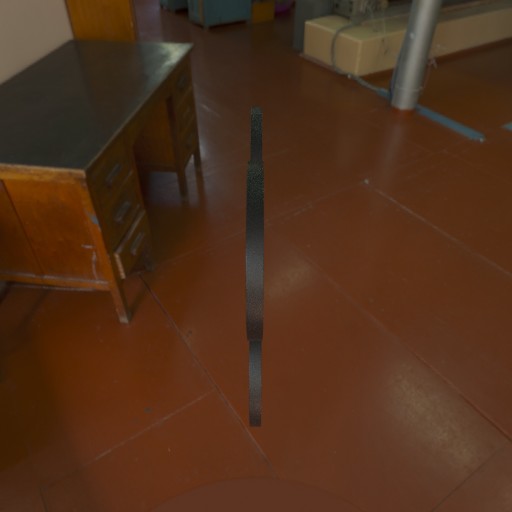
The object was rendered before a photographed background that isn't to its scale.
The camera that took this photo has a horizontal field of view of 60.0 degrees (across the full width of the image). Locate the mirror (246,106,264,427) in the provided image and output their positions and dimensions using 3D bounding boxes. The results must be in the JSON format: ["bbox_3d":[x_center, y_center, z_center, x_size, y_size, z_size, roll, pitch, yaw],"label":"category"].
[{"bbox_3d":[0.000,0.000,3.155,0.076,2.096,2.160,0,42,0],"label":"mirror"}]
